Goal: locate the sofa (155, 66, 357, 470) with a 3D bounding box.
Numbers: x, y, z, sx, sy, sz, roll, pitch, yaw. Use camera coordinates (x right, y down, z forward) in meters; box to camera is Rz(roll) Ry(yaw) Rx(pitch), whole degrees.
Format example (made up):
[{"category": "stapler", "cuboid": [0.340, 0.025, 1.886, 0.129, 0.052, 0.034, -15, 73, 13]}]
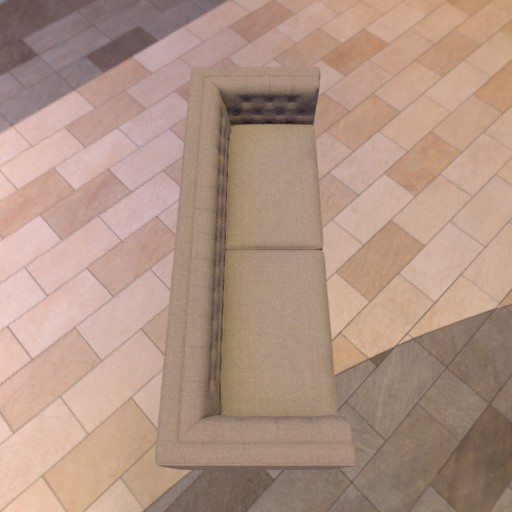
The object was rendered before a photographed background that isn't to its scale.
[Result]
[{"category": "sofa", "cuboid": [0.000, 0.000, 2.491, 0.775, 0.762, 2.159, 0, 63, 0]}]
